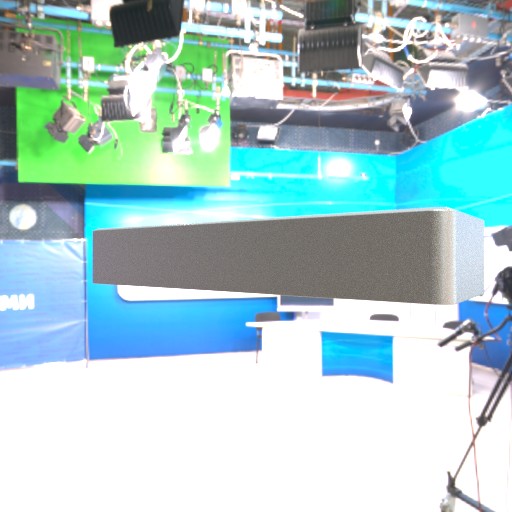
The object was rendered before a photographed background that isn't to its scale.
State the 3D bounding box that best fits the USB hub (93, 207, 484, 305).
[{"bbox_3d":[0.000,0.000,0.162,0.145,0.023,0.044,0,0,37],"label":"USB hub"}]
